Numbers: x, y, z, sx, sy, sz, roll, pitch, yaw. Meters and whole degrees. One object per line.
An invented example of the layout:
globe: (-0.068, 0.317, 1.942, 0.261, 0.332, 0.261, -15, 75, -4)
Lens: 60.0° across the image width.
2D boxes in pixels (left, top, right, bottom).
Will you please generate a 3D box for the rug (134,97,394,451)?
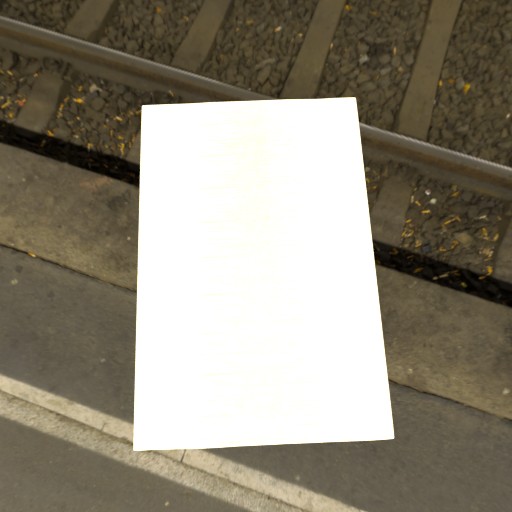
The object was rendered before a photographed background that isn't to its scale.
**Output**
rug: (0.000, 0.000, 2.325, 1.234, 0.006, 1.850, -2, 75, -1)
